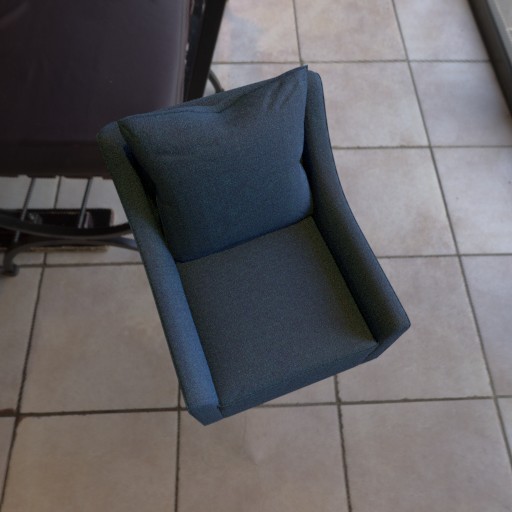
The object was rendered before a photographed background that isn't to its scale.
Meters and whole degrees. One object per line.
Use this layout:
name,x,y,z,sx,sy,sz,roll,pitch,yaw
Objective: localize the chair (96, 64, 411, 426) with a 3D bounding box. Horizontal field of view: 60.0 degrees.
chair,0.000,0.000,1.566,0.750,0.939,0.870,-19,66,-9
